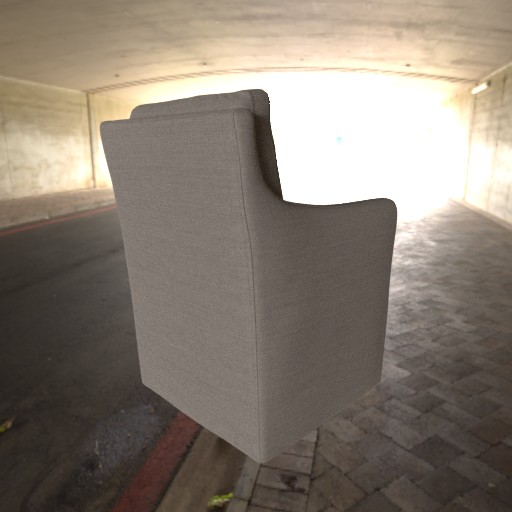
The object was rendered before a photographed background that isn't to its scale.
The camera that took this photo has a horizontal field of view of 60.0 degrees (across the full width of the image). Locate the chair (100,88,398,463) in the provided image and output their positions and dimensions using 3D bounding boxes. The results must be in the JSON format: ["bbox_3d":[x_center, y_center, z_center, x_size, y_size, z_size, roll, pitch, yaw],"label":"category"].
[{"bbox_3d":[0.000,0.000,1.389,0.694,0.914,0.626,-13,19,-43],"label":"chair"}]
